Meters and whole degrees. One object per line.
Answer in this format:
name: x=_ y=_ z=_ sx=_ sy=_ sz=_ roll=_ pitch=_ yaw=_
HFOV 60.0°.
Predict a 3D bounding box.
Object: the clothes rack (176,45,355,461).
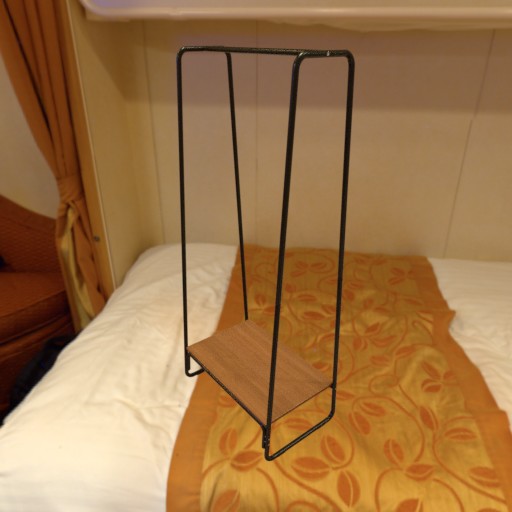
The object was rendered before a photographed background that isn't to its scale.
clothes rack: x=0.000 y=0.000 z=1.762 sx=0.400 sy=1.500 sz=0.640 roll=-19 pitch=33 yaw=-34
